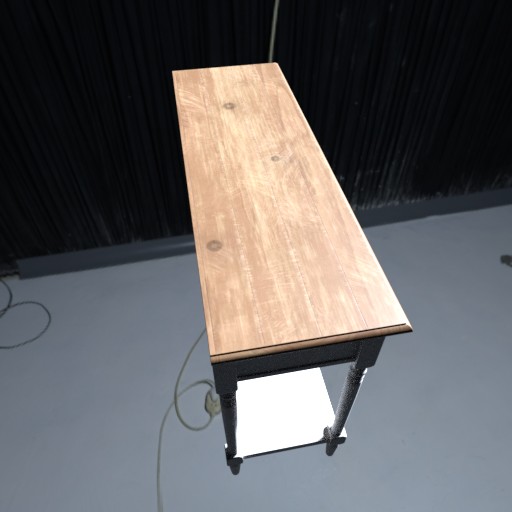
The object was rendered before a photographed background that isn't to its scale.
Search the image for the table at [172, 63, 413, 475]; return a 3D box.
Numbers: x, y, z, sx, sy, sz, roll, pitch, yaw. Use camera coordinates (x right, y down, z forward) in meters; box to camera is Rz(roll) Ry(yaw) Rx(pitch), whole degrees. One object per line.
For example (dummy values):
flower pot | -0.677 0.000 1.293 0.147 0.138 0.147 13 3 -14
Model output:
table | 0.000 0.000 1.537 0.399 0.800 1.219 -8 48 -7
